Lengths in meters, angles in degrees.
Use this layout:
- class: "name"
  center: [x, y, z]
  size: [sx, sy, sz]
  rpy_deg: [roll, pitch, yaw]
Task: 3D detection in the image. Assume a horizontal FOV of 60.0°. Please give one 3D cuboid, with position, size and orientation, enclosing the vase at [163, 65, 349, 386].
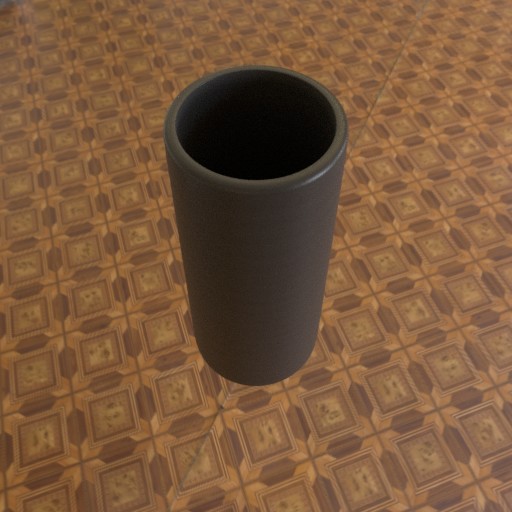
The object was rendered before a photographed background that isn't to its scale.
- class: "vase"
  center: [0.000, 0.000, 0.373]
  size: [0.136, 0.289, 0.136]
  rpy_deg: [34, 64, 19]
